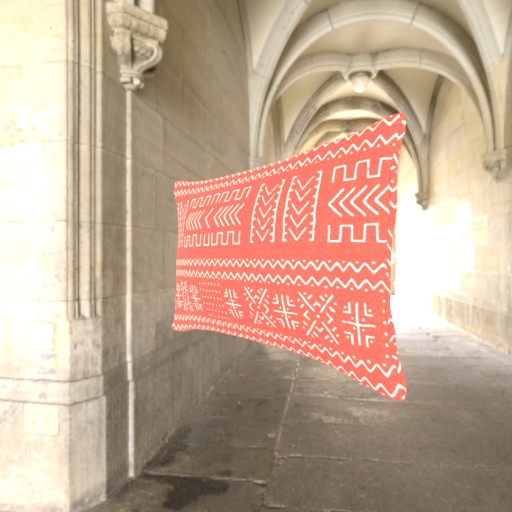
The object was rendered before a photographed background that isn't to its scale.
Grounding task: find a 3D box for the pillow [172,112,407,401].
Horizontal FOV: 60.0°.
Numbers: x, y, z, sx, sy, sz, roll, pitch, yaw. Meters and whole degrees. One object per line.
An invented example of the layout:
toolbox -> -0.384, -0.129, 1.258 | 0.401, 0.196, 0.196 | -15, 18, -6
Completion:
pillow -> 0.000, 0.000, 0.797 | 0.130, 0.352, 0.640 | 0, 0, -36
